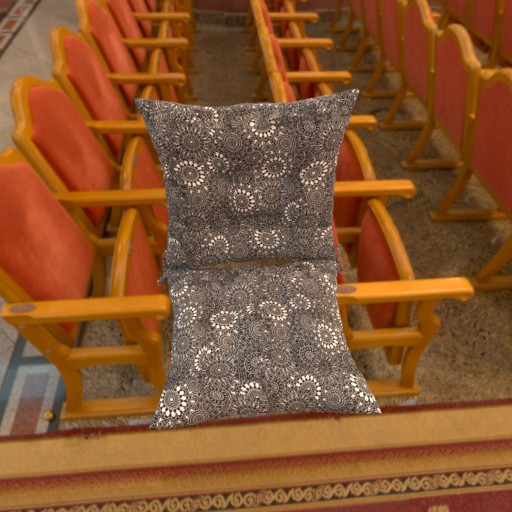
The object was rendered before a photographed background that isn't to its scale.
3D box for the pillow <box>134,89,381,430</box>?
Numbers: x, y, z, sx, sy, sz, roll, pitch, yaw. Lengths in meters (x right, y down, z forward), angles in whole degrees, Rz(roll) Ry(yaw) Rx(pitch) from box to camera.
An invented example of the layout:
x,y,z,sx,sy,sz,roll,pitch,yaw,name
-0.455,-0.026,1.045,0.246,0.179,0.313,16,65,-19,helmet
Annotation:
x,y,z,sx,sy,sz,roll,pitch,yaw,name
0.000,0.000,1.003,0.541,0.536,0.585,-3,46,-3,pillow
